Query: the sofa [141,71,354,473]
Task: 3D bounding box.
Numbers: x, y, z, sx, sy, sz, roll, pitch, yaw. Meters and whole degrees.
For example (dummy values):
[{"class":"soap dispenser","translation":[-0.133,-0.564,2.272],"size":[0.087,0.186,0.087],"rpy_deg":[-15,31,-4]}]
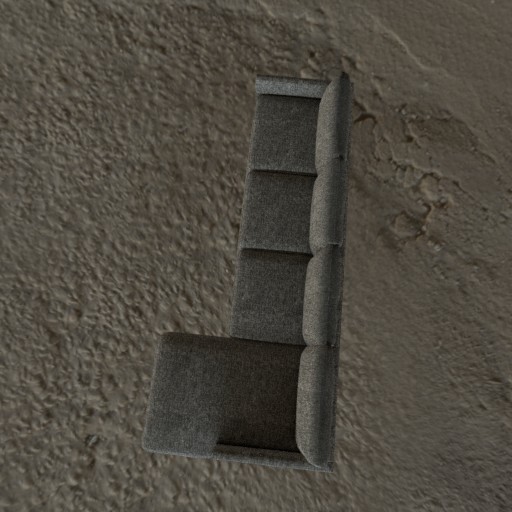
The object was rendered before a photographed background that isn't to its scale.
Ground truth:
[{"class":"sofa","translation":[0.000,0.000,3.941],"size":[1.488,0.970,3.384],"rpy_deg":[6,75,1]}]
